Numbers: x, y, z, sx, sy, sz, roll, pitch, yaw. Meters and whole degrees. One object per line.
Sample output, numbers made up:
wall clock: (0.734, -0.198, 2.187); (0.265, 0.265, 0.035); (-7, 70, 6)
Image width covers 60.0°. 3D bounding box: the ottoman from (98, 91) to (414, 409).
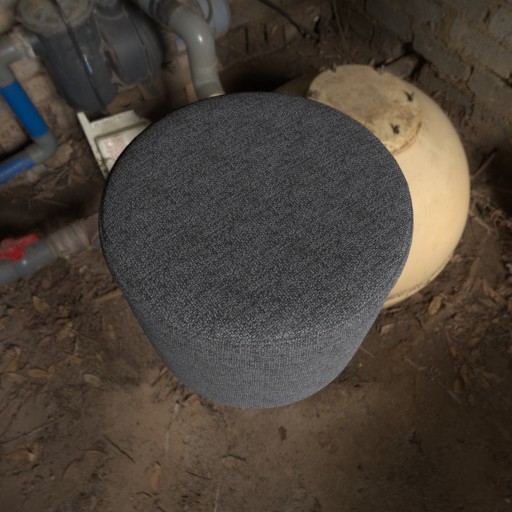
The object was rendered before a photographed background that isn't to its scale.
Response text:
ottoman: (0.000, 0.000, 0.892); (0.520, 0.430, 0.520); (0, 59, 0)
